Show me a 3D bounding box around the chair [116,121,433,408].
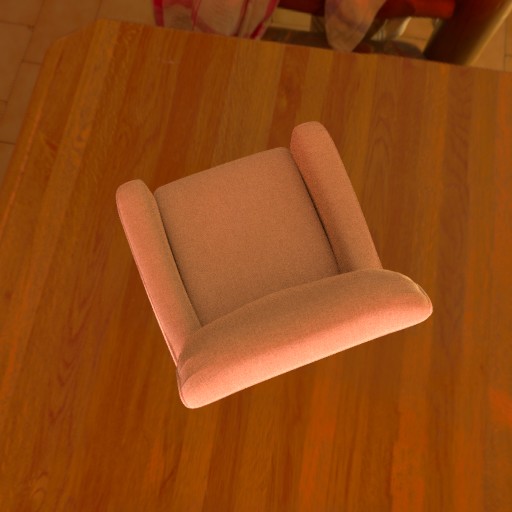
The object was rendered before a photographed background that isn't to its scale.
[{"bbox_3d":[0.000,0.000,1.660,0.845,1.023,0.859,-20,76,-5],"label":"chair"}]
